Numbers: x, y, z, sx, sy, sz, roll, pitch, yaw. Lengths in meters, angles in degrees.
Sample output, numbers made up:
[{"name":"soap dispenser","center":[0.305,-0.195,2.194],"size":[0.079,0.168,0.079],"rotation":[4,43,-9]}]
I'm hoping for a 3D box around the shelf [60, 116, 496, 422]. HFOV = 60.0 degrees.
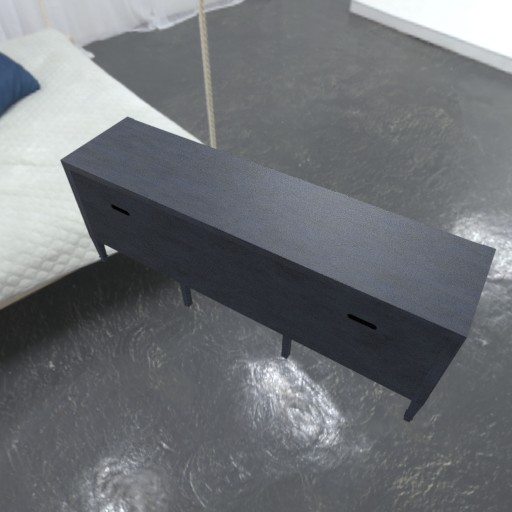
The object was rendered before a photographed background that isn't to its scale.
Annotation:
[{"name":"shelf","center":[0.000,0.000,2.160],"size":[1.878,0.715,0.471],"rotation":[24,52,21]}]
